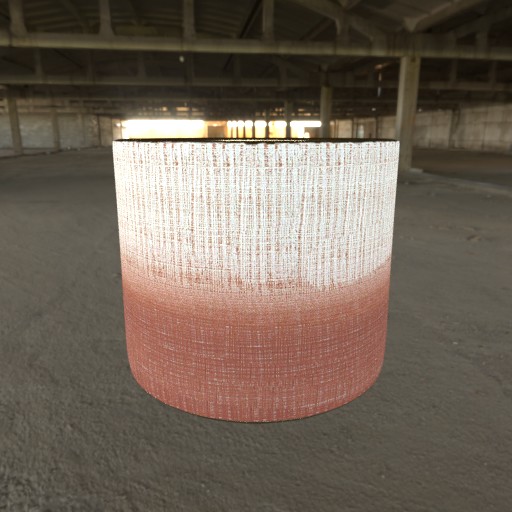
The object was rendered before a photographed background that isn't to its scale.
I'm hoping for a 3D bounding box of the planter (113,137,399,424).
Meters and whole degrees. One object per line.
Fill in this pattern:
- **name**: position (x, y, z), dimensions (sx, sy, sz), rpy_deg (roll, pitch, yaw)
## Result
- **planter**: position (0.000, 0.000, 0.431), dimensions (0.254, 0.221, 0.254), rpy_deg (0, 15, 0)
